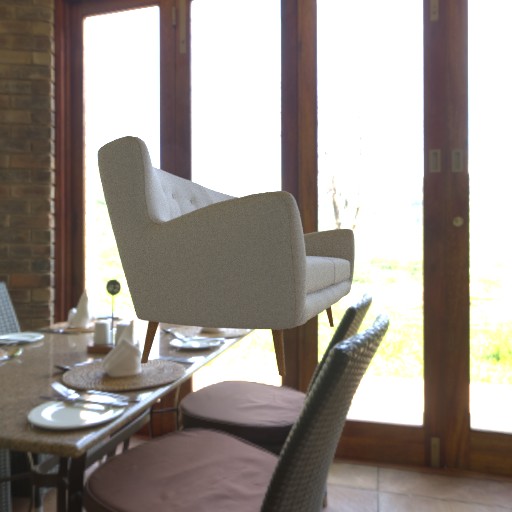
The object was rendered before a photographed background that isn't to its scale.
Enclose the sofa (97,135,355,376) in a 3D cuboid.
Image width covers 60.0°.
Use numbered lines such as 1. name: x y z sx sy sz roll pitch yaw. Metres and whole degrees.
1. sofa: 0.000 0.000 2.427 0.899 0.890 1.930 0 0 18
